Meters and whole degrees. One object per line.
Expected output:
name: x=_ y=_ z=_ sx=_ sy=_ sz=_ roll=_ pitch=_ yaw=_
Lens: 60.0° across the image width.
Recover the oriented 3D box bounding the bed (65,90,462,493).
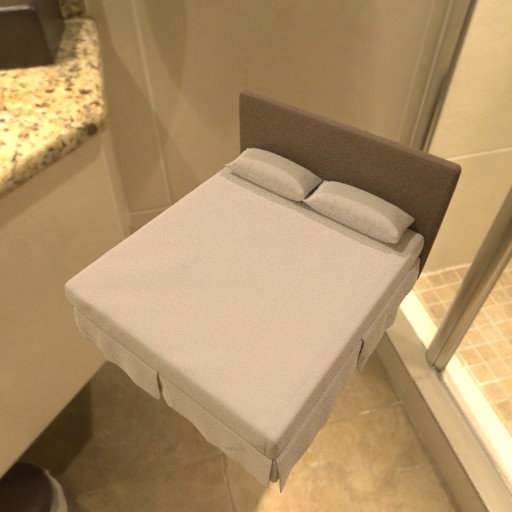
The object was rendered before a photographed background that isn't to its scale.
bed: x=0.000 y=0.000 z=3.487 sx=2.119 sy=1.317 sz=2.341 roll=29 pitch=52 yaw=25
